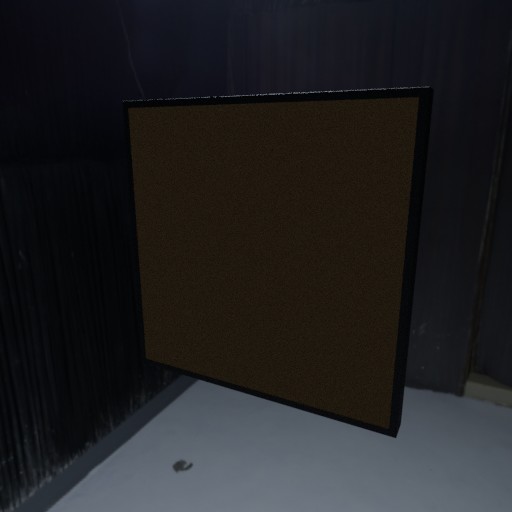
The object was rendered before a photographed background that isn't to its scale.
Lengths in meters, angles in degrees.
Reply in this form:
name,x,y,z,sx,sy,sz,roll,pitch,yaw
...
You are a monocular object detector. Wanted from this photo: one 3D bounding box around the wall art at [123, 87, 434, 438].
name,x,y,z,sx,sy,sz,roll,pitch,yaw
wall art,0.000,0.000,0.748,0.509,0.509,0.040,8,17,27
